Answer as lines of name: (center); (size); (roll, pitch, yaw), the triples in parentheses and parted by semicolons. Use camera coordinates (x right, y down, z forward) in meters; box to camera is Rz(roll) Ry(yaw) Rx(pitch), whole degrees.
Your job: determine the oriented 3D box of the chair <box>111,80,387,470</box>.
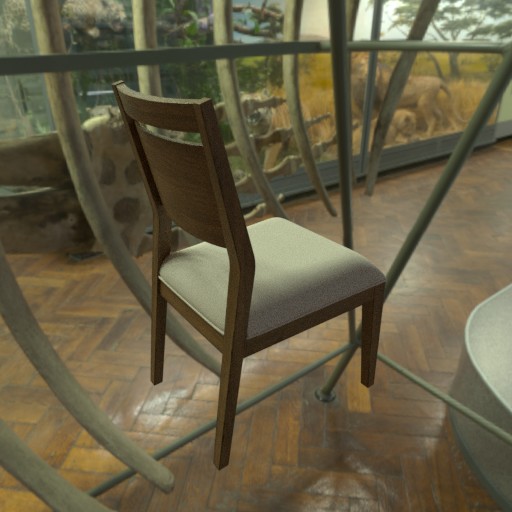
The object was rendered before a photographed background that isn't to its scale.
chair: (0.000, 0.000, 1.274); (0.610, 0.939, 0.497); (-19, 32, -32)
